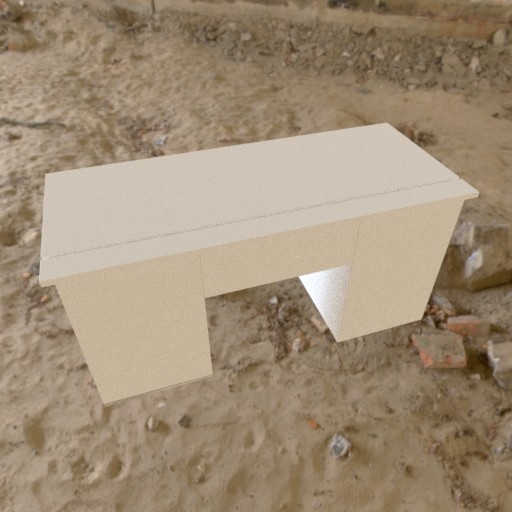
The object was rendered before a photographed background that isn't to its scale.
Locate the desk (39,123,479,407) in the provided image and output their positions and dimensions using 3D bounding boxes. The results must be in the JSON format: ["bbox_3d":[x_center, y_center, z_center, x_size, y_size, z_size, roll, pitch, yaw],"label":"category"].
[{"bbox_3d":[0.000,0.000,1.994,1.580,0.760,0.670,-12,42,-14],"label":"desk"}]
